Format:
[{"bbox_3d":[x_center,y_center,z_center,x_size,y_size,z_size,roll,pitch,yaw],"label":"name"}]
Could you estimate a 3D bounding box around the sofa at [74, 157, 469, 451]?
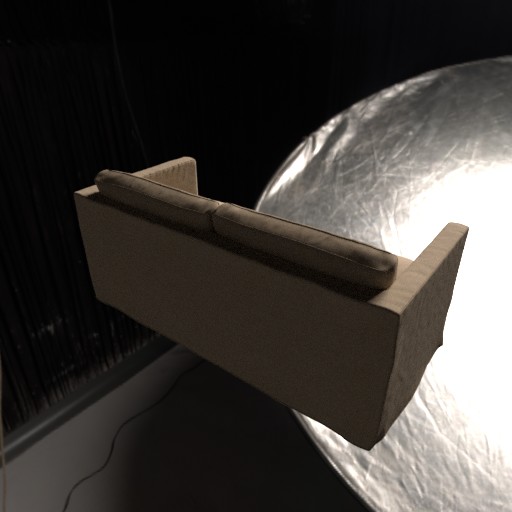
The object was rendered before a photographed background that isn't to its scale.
[{"bbox_3d":[0.000,0.000,2.498,1.987,0.847,0.956,20,35,32],"label":"sofa"}]
